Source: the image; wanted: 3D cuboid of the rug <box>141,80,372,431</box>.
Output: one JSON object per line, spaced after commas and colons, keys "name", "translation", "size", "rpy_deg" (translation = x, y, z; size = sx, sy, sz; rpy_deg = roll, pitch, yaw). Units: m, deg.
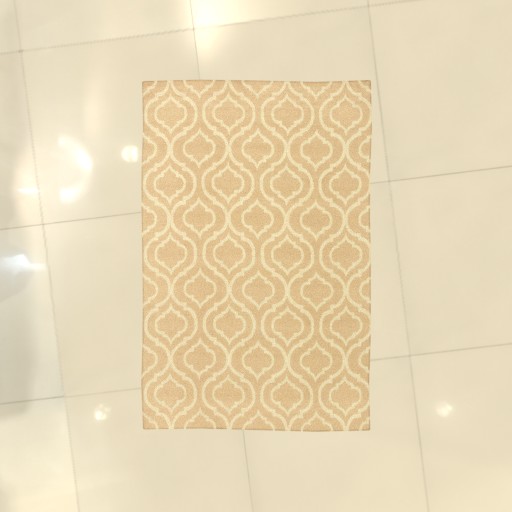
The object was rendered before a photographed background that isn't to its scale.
{"name": "rug", "translation": [0.000, 0.000, 2.217], "size": [1.152, 0.013, 1.761], "rpy_deg": [0, 90, 1]}
